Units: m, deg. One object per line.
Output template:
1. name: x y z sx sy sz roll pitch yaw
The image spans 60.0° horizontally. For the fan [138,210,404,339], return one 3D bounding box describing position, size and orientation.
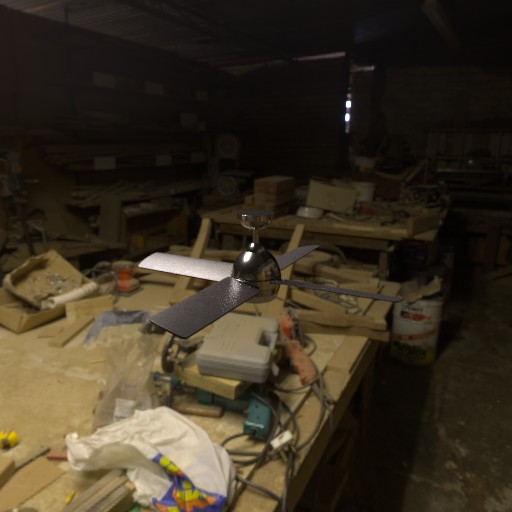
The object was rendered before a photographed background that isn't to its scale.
1. fan: 0.000 0.000 2.047 1.332 0.403 1.332 8 17 27
